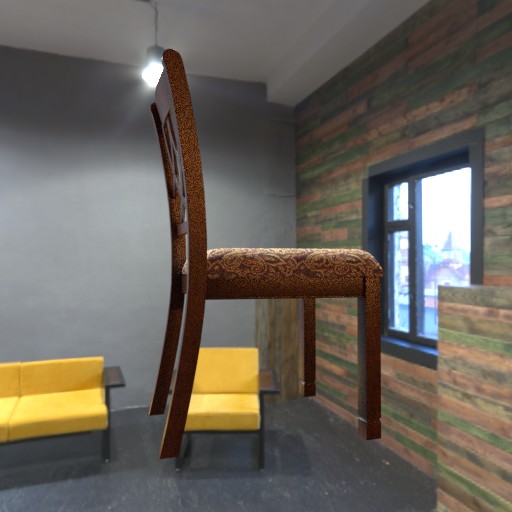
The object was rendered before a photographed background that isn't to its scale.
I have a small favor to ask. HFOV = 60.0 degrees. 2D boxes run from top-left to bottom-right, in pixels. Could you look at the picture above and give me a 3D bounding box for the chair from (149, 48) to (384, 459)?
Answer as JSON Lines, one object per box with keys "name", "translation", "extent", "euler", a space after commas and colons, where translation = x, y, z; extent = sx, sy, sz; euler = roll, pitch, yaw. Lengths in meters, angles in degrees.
{"name": "chair", "translation": [0.000, 0.000, 1.300], "extent": [0.584, 0.965, 0.457], "euler": [0, -1, -18]}
